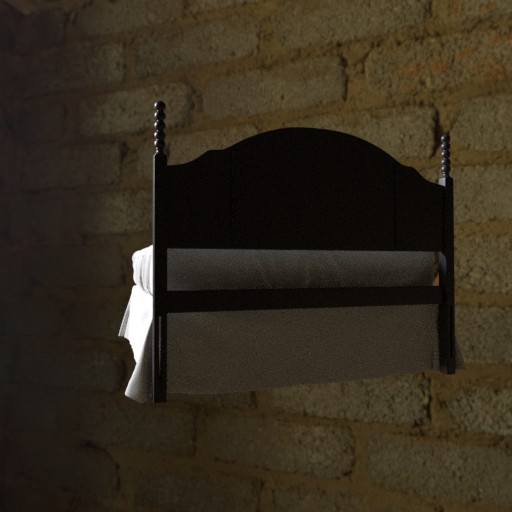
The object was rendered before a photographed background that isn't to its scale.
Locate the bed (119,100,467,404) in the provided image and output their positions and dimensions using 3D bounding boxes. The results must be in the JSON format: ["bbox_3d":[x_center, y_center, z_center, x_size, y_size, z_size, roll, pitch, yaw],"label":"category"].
[{"bbox_3d":[0.000,0.000,3.180,1.873,1.356,2.040,0,-1,-19],"label":"bed"}]
